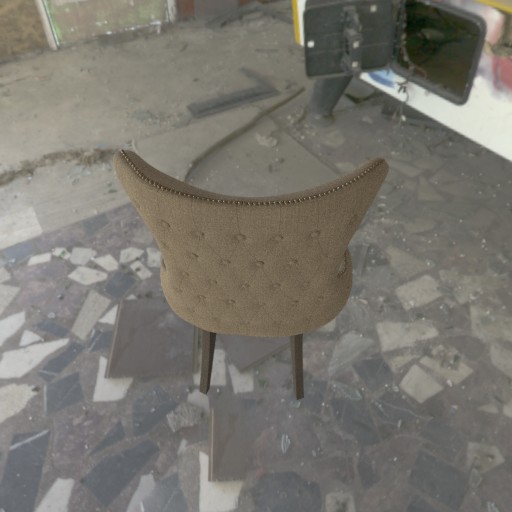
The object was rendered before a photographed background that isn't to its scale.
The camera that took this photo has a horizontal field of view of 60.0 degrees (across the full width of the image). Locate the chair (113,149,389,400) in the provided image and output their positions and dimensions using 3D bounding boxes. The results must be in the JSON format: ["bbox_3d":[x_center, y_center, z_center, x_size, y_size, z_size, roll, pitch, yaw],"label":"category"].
[{"bbox_3d":[0.000,0.000,1.396,0.628,0.967,0.635,3,47,2],"label":"chair"}]
